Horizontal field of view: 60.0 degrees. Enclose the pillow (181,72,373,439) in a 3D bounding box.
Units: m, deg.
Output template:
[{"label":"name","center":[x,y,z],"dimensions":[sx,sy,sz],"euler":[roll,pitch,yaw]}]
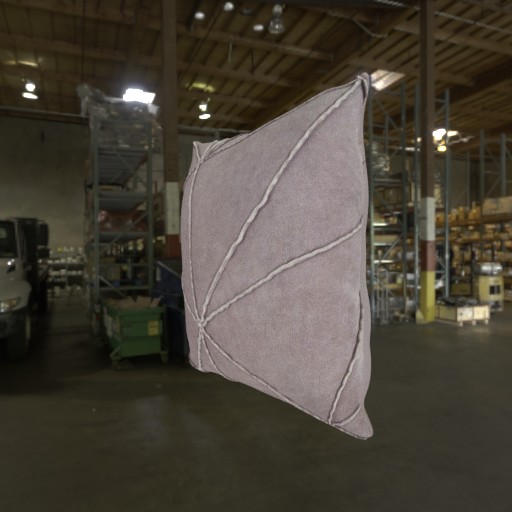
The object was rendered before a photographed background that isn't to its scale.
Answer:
[{"label":"pillow","center":[0.000,0.000,0.687],"dimensions":[0.185,0.440,0.439],"euler":[0,0,-35]}]
